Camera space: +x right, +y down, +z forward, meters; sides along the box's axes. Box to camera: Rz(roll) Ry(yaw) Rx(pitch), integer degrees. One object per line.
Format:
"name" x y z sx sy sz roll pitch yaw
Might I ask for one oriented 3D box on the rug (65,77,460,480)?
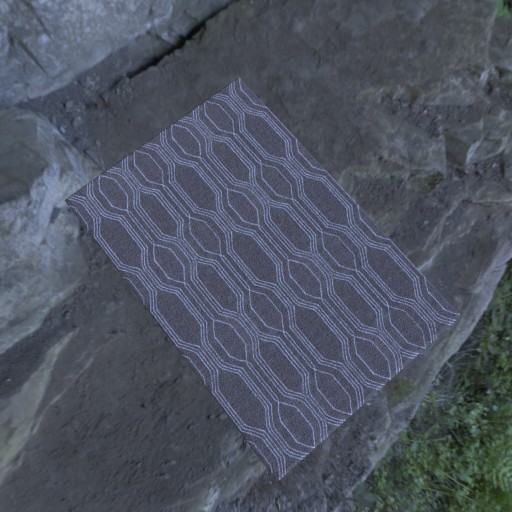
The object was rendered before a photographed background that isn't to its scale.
"rug" 0.000 0.000 2.371 1.239 0.012 1.836 -38 79 -9
